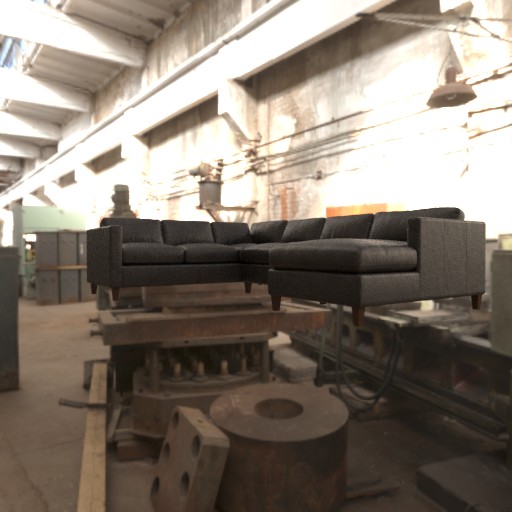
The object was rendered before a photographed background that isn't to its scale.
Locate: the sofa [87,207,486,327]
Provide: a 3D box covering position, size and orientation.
[{"bbox_3d":[0.000,0.000,4.417,2.452,0.891,3.324,-1,1,-35],"label":"sofa"}]
